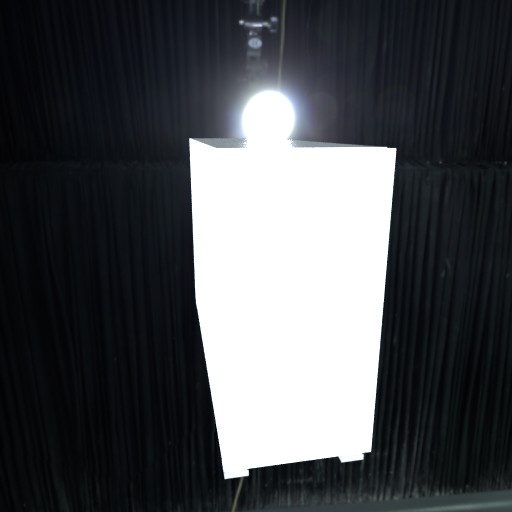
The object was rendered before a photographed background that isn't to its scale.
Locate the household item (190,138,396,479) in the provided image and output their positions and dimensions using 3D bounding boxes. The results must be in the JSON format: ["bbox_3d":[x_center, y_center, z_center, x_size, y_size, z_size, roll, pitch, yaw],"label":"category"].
[{"bbox_3d":[0.000,0.000,1.730,0.420,0.867,1.300,-3,16,-10],"label":"household item"}]
